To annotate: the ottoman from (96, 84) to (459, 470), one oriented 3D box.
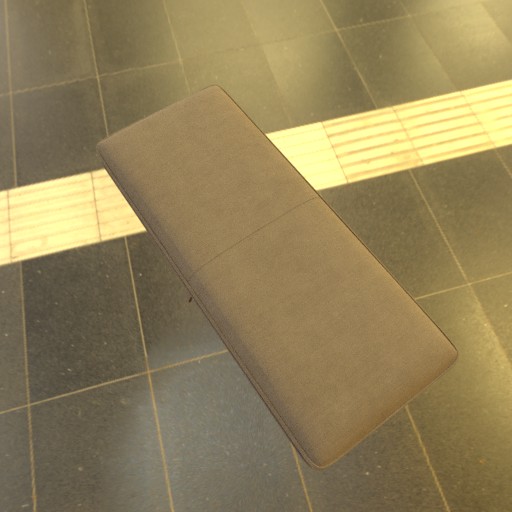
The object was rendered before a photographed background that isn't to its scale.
[{"bbox_3d":[0.000,0.000,2.062,0.751,0.470,1.764,-32,69,-14],"label":"ottoman"}]
